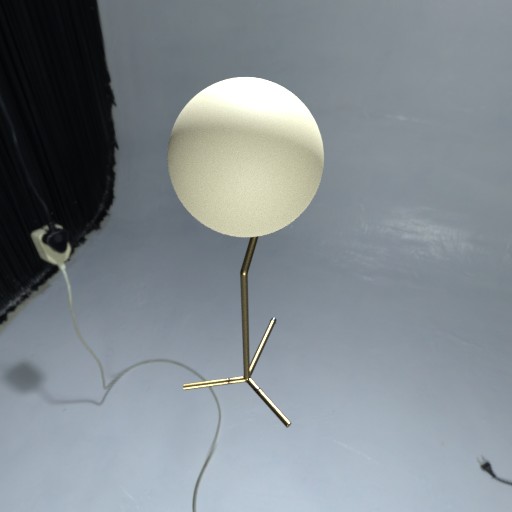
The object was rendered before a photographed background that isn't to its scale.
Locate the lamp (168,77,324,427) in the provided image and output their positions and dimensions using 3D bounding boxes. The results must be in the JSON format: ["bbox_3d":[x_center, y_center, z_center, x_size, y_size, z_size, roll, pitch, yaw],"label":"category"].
[{"bbox_3d":[0.000,0.000,0.680,0.210,0.552,0.251,15,44,16],"label":"lamp"}]
